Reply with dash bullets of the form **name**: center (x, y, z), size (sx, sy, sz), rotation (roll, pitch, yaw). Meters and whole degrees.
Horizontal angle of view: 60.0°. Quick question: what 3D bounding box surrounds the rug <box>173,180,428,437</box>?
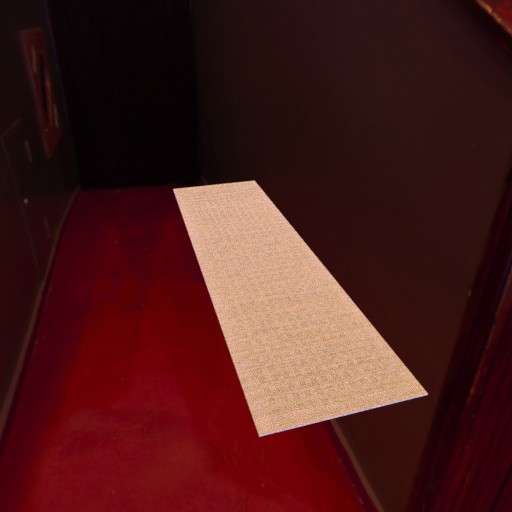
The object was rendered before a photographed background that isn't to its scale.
- **rug**: center (0.000, 0.000, 2.656), size (0.686, 0.006, 2.437), rotation (-8, 31, -14)
